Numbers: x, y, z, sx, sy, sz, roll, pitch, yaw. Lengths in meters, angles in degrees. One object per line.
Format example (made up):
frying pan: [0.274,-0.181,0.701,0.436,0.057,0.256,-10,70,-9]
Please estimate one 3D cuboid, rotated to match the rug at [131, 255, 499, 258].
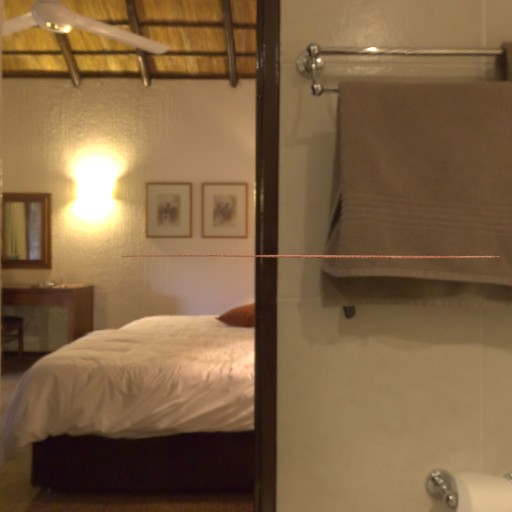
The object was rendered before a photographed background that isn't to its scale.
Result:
rug: [0.000,0.000,2.521,0.718,0.013,2.353,0,0,-37]
